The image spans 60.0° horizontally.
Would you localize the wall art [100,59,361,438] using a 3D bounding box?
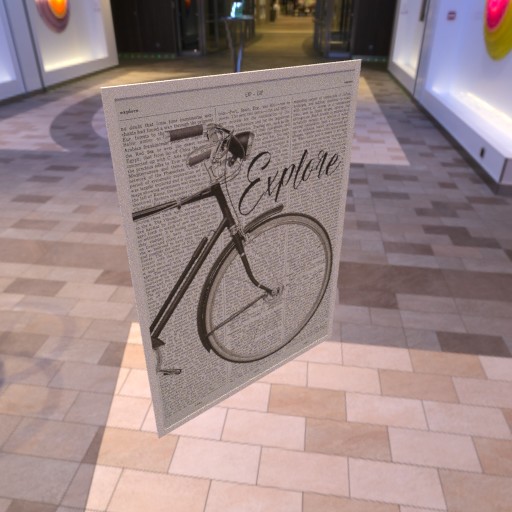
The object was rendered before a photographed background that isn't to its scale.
[{"bbox_3d":[0.000,0.000,0.785,0.457,0.610,0.003,-22,36,-33],"label":"wall art"}]
